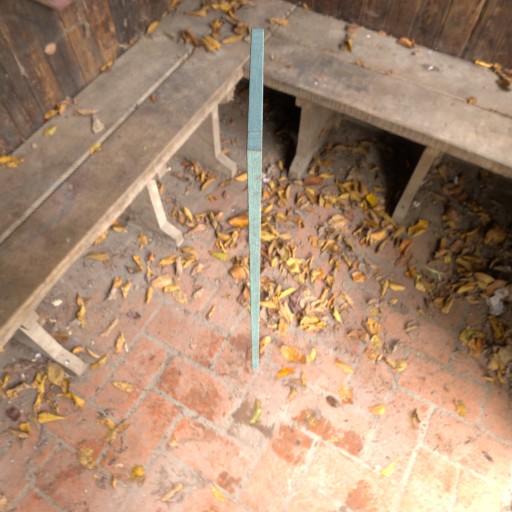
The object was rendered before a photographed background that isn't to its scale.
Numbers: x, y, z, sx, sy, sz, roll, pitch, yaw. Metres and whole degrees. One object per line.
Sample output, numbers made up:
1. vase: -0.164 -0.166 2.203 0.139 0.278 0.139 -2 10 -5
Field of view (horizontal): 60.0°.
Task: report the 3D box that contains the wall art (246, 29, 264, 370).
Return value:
1. wall art: 0.000 0.000 1.322 0.025 1.219 0.329 1 59 1
